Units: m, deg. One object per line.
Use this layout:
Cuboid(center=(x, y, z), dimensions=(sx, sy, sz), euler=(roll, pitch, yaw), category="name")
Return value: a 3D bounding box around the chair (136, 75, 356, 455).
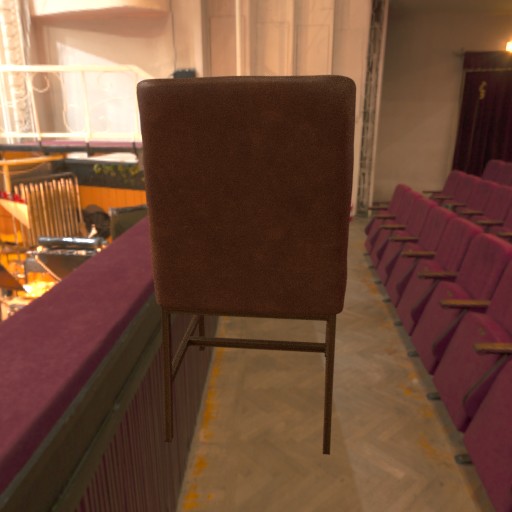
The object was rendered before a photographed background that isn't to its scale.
Cuboid(center=(0.000, 0.000, 1.242), dimensions=(0.508, 0.889, 0.587), euler=(2, 17, 6), category="chair")
